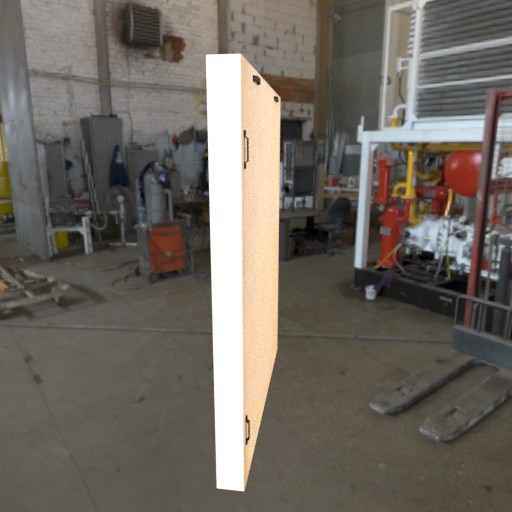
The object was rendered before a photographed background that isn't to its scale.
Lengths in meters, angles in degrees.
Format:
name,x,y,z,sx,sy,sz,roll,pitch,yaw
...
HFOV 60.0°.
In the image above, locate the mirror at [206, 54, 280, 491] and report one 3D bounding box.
name,x,y,z,sx,sy,sz,roll,pitch,yaw
mirror,0.000,0.000,0.691,0.041,0.508,0.405,2,14,8
